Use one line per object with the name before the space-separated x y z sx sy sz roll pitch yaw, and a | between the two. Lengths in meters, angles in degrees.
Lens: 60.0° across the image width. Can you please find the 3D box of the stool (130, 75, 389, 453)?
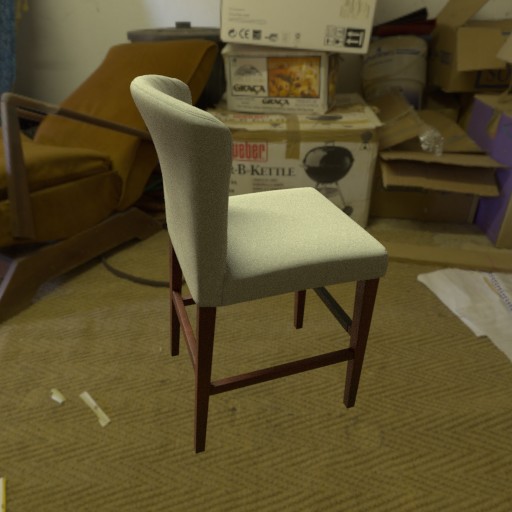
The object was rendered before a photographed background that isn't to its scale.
stool | 0.000 0.000 1.268 0.568 0.968 0.479 -10 32 -16
